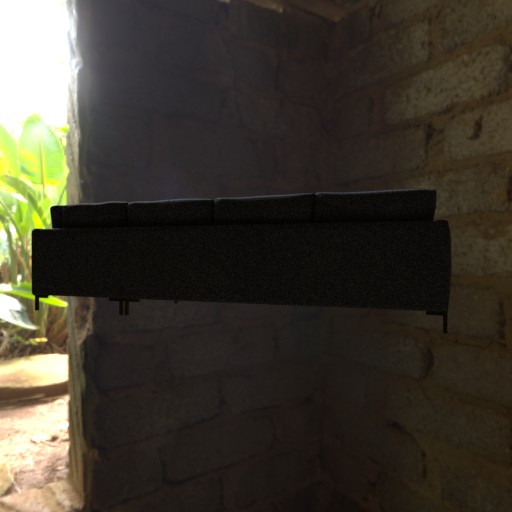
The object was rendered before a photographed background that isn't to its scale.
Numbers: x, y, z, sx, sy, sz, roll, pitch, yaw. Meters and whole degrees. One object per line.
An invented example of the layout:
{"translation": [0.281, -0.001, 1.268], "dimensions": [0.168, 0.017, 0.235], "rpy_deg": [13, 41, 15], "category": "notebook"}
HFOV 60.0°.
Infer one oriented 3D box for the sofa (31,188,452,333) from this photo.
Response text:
{"translation": [0.000, 0.000, 3.796], "dimensions": [2.949, 0.815, 2.007], "rpy_deg": [0, 1, 19], "category": "sofa"}
